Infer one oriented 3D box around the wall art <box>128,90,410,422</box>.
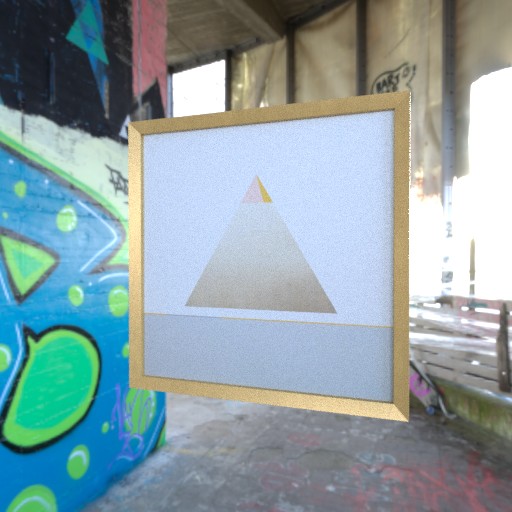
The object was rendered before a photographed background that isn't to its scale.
[{"bbox_3d":[0.000,0.000,2.956,1.935,1.936,0.097,0,1,19],"label":"wall art"}]
